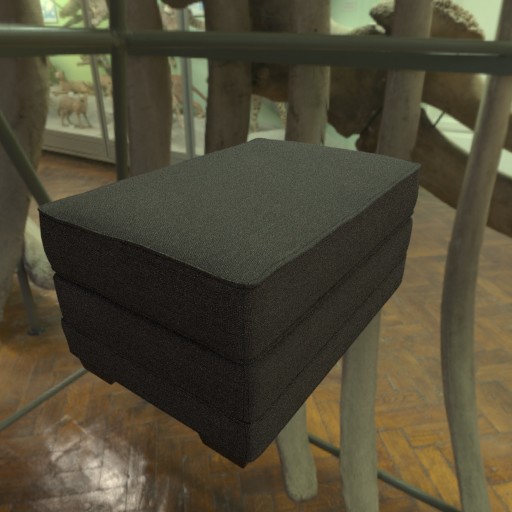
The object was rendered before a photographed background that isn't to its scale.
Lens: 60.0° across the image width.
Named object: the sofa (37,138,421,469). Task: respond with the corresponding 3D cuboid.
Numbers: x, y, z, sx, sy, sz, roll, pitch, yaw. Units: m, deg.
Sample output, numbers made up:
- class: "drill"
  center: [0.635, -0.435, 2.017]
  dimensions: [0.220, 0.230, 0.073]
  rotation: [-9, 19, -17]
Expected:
- class: "sofa"
  center: [0.000, 0.000, 1.174]
  dimensions: [0.578, 0.457, 0.854]
  rotation: [18, 32, 31]
